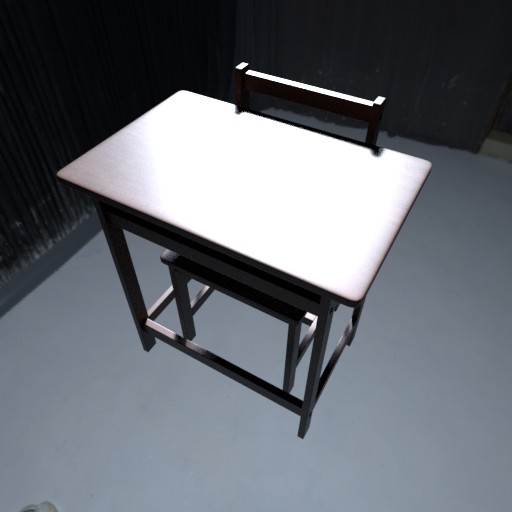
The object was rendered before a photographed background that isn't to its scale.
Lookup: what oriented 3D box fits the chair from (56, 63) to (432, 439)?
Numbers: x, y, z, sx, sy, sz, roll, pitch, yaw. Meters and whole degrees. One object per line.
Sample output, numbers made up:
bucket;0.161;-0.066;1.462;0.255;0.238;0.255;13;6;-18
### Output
chair;0.000;0.000;1.047;0.599;0.673;0.463;23;50;20
